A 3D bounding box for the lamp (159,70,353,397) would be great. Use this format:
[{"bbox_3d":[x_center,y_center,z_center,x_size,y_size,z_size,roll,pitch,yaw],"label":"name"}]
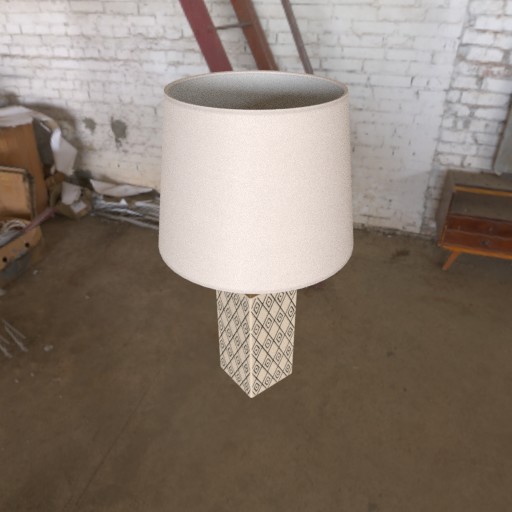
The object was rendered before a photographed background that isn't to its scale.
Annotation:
[{"bbox_3d":[0.000,0.000,0.598,0.251,0.435,0.251,0,32,0],"label":"lamp"}]
